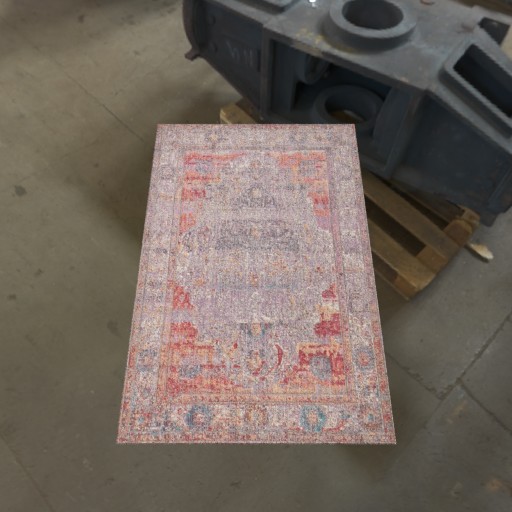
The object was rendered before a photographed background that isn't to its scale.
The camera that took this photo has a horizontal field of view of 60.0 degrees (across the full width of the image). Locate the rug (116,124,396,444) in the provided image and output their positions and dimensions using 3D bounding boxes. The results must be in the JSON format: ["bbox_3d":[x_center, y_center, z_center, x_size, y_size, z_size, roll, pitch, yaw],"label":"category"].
[{"bbox_3d":[0.000,0.000,2.337,1.219,0.005,1.829,0,63,0],"label":"rug"}]
